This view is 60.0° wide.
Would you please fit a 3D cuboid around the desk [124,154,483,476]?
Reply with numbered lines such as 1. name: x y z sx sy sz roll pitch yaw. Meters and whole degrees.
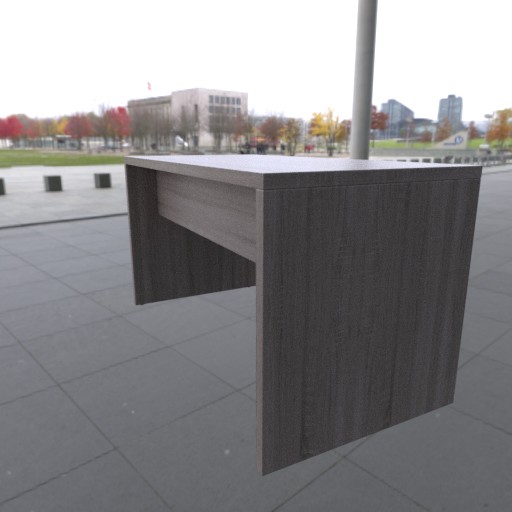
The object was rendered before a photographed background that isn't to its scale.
1. desk: 0.000 0.000 1.752 0.690 0.745 1.380 -7 16 -27
